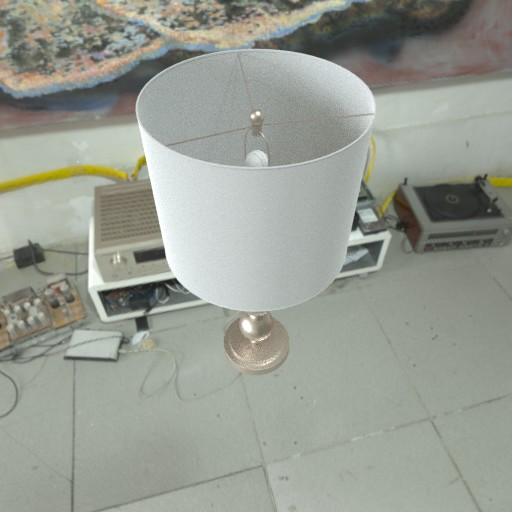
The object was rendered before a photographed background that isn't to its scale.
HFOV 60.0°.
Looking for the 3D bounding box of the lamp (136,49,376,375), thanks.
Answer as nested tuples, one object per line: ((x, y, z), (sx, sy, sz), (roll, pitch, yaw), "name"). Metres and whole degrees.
((0.000, 0.000, 0.710), (0.277, 0.538, 0.277), (-35, 56, -28), "lamp")
